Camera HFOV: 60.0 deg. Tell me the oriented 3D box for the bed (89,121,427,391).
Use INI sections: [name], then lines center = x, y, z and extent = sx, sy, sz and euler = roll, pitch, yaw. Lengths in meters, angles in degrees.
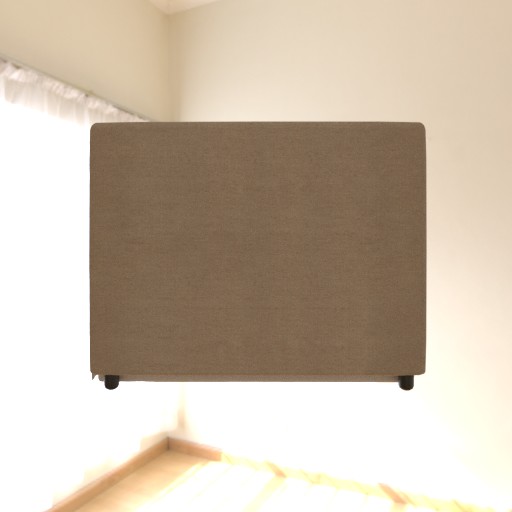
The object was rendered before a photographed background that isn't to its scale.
[bed]
center = 0.000, 0.000, 3.215
extent = 1.713, 1.330, 2.162
euler = 0, 0, 0
